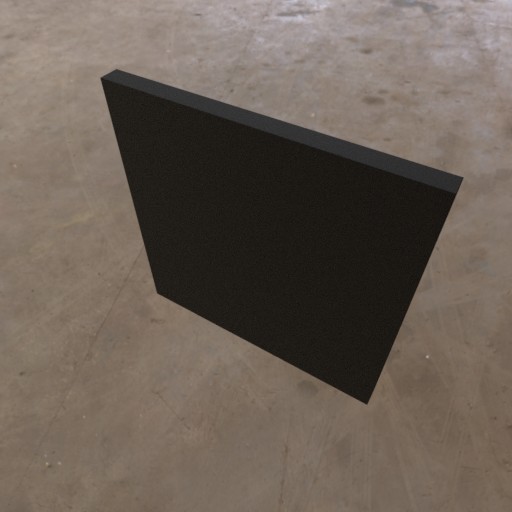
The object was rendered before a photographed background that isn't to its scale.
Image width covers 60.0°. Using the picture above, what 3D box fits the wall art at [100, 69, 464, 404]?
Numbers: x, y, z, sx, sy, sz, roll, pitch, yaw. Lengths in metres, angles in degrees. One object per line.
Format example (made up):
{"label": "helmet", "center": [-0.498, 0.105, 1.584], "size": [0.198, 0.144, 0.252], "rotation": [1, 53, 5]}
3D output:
{"label": "wall art", "center": [0.000, 0.000, 0.678], "size": [0.462, 0.458, 0.030], "rotation": [24, 52, 21]}
